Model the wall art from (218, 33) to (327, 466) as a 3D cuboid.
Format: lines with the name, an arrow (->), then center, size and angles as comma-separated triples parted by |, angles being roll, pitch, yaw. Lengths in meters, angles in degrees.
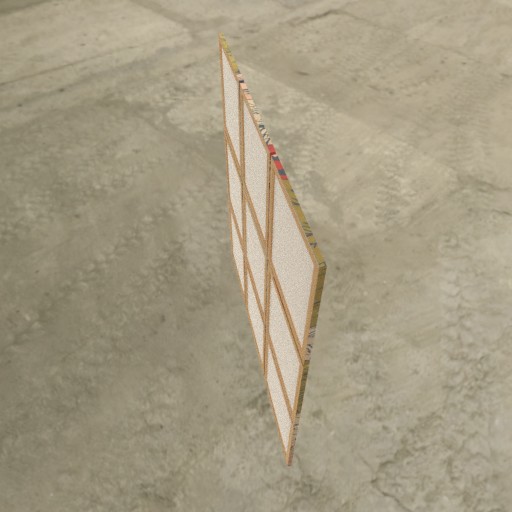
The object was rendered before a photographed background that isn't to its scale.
wall art -> 0.000, 0.000, 1.299 | 0.013, 0.913, 0.904 | -10, 48, -9
